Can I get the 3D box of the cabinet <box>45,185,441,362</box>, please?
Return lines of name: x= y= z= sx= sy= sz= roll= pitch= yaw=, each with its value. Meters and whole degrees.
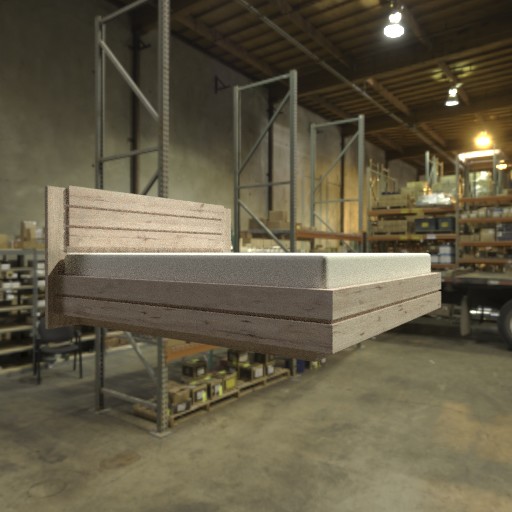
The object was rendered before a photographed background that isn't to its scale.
cabinet: x=0.000 y=0.000 z=3.161 sx=2.080 sy=0.970 sz=1.950 roll=0 pitch=1 yaw=35
